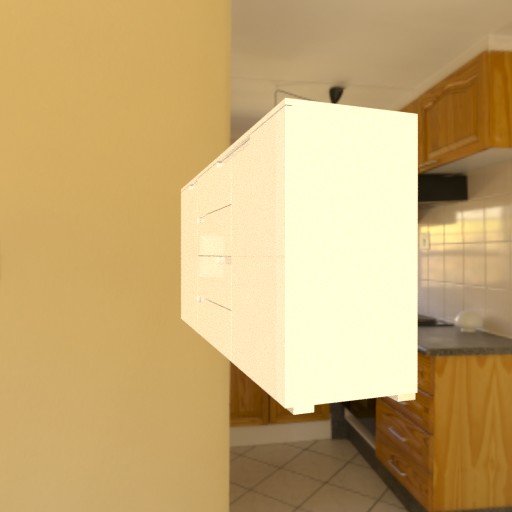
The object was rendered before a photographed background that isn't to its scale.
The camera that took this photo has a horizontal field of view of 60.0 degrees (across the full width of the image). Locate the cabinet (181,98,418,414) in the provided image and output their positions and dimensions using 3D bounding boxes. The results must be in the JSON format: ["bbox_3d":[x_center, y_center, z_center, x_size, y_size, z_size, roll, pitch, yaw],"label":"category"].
[{"bbox_3d":[0.000,0.000,1.960,0.400,0.800,1.650,0,0,-19],"label":"cabinet"}]
